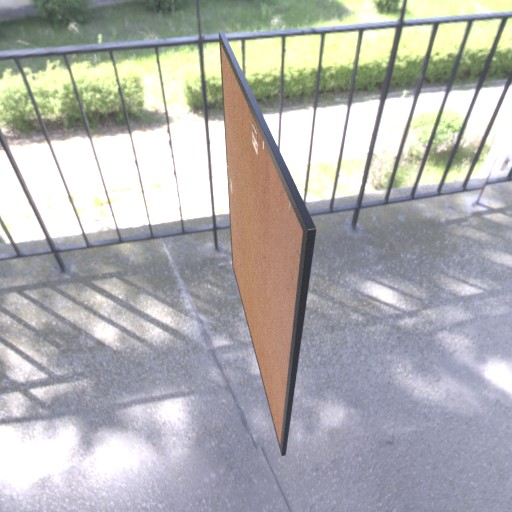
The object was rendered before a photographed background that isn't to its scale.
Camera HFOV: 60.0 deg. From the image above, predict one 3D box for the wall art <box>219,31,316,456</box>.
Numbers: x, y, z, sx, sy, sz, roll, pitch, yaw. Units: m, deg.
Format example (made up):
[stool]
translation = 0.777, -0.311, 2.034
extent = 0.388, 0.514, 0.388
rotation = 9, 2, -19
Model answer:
[wall art]
translation = 0.000, 0.000, 0.890
extent = 0.018, 0.660, 0.559
rotation = -9, 47, -9
